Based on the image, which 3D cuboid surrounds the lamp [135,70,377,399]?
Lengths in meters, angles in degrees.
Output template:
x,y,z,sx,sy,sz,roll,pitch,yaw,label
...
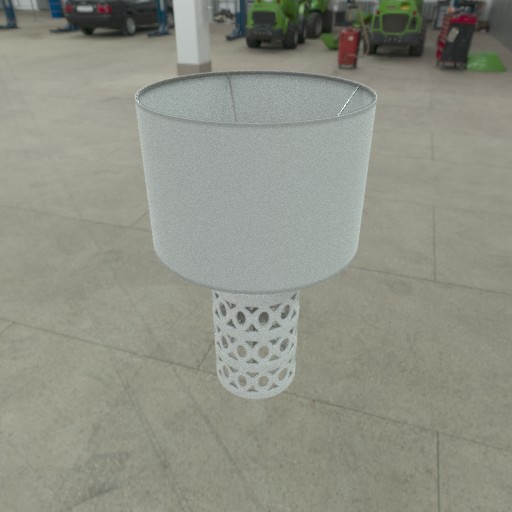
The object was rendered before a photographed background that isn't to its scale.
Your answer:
x,y,z,sx,sy,sz,roll,pitch,yaw,label
0.000,0.000,0.705,0.310,0.502,0.310,0,32,0,lamp
